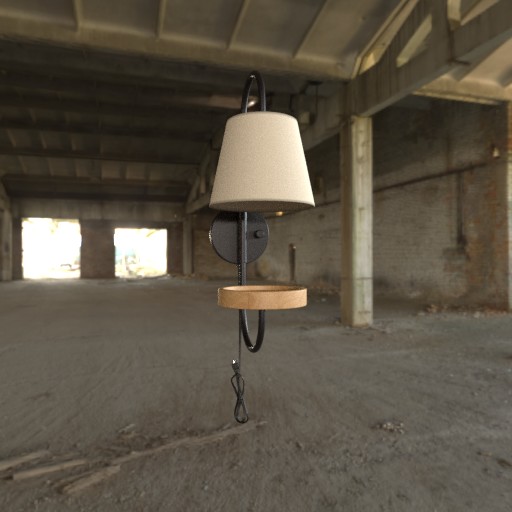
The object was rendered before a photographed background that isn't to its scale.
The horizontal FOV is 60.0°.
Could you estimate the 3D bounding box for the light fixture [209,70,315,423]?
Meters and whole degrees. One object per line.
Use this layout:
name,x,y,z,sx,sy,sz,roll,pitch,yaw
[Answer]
light fixture,0.000,0.000,0.966,0.220,0.821,0.299,0,0,-18
